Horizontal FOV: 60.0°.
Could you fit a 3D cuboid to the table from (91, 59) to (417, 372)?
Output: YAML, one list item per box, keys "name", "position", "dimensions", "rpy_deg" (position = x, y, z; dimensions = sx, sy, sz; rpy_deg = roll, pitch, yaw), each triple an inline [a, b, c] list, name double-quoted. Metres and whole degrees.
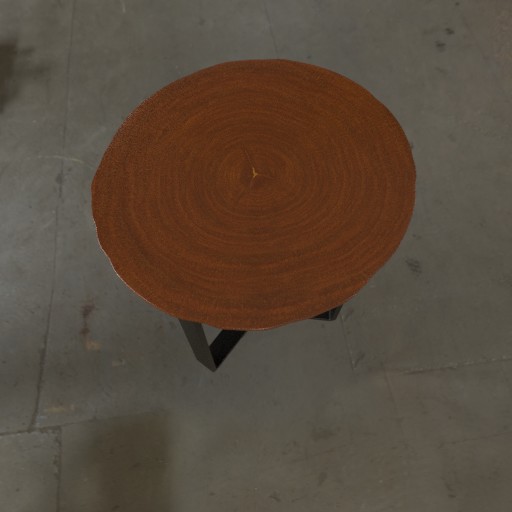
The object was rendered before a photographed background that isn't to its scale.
- name: "table"
  position: [0.000, 0.000, 0.739]
  dimensions: [0.380, 0.450, 0.410]
  rpy_deg: [33, 67, 16]
